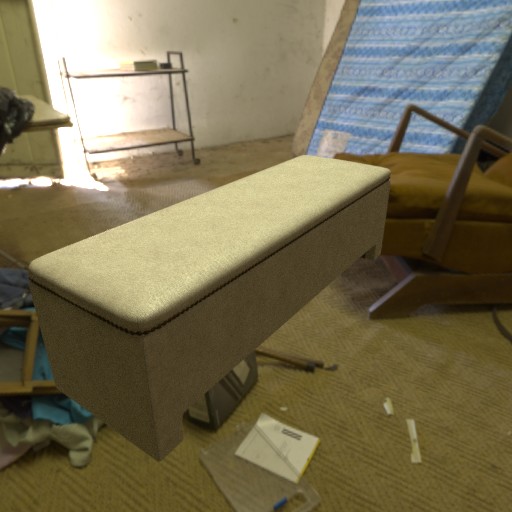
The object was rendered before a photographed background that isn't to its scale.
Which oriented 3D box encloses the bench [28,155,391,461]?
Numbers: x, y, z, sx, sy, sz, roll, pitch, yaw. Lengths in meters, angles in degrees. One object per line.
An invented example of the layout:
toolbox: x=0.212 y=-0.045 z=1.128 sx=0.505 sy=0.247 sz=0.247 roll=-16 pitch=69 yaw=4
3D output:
bench: x=0.000 y=0.000 z=1.668 sx=0.470 sy=0.447 sz=1.482 roll=18 pitch=32 yaw=32
